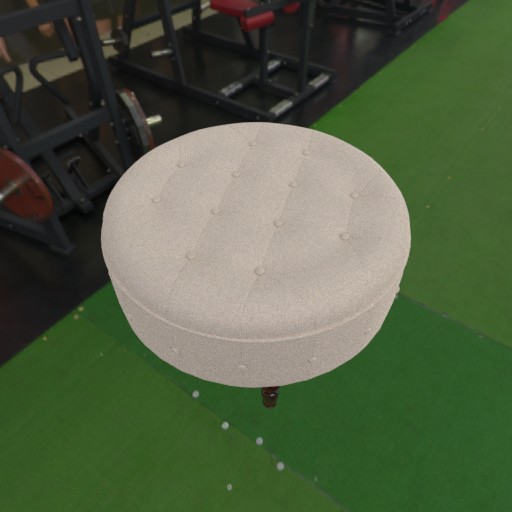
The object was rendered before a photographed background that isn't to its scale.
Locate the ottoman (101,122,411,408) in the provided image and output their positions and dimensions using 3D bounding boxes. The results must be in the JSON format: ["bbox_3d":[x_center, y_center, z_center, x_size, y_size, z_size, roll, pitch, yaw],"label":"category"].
[{"bbox_3d":[0.000,0.000,1.369,0.848,0.494,0.848,0,46,0],"label":"ottoman"}]
